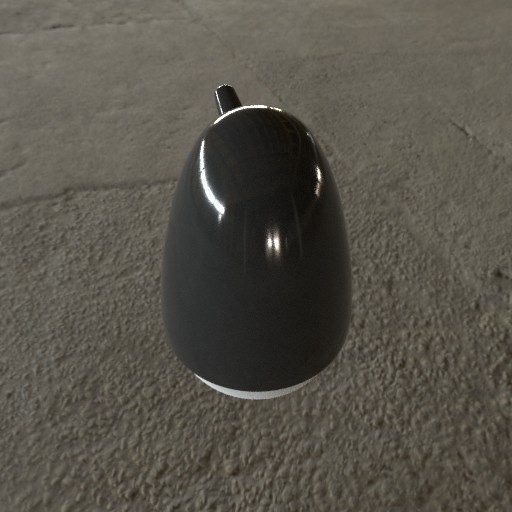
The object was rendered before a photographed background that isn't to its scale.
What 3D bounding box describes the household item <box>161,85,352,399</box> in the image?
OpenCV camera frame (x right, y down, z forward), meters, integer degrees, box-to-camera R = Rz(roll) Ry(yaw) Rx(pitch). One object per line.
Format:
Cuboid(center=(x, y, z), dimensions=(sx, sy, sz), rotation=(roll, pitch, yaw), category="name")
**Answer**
Cuboid(center=(0.000, 0.000, 0.221), dimensions=(0.102, 0.152, 0.104), rotation=(-12, 43, -13), category="household item")
